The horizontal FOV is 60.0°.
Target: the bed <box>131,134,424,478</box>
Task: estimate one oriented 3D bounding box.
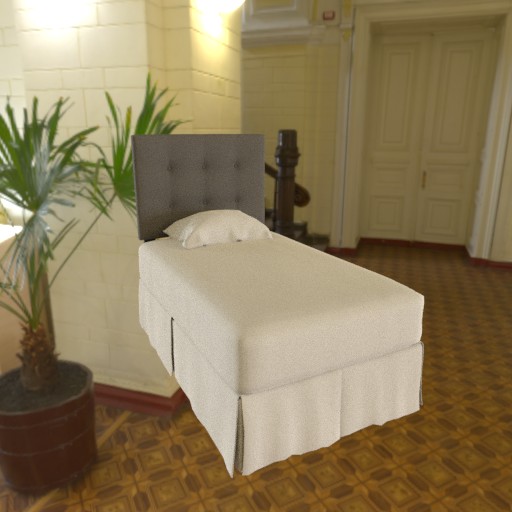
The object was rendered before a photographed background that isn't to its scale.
[{"bbox_3d":[0.000,0.000,2.991,1.261,1.571,1.997,-8,18,-26],"label":"bed"}]
